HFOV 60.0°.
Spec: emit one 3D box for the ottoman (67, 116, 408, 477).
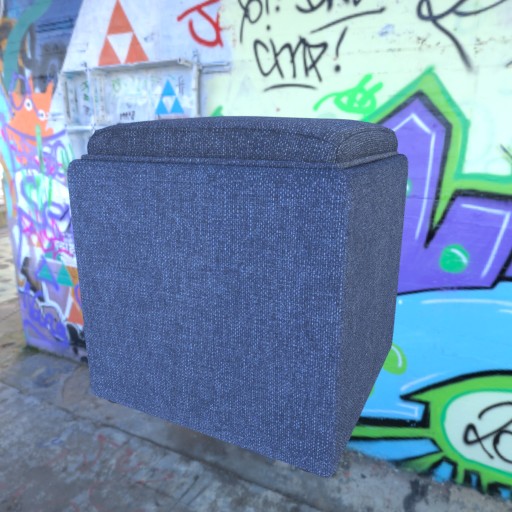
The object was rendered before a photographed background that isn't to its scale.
[{"bbox_3d":[0.000,0.000,0.822,0.454,0.493,0.436,8,18,26],"label":"ottoman"}]
